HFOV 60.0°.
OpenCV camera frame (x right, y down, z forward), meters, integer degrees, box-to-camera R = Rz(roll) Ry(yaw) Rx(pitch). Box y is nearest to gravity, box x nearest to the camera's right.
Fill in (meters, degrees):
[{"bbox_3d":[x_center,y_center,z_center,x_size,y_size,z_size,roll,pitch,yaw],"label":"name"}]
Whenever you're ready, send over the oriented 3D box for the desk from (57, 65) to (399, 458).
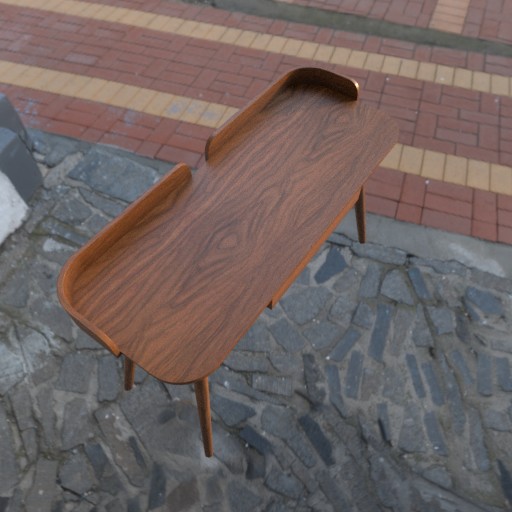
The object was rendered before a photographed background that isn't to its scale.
[{"bbox_3d":[0.000,0.000,1.669,0.486,0.800,1.256,31,61,19],"label":"desk"}]
